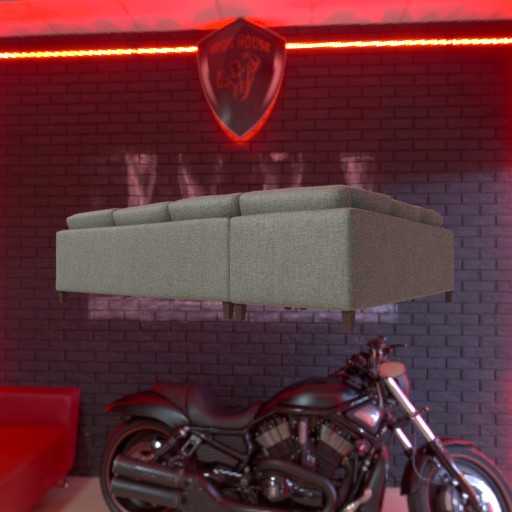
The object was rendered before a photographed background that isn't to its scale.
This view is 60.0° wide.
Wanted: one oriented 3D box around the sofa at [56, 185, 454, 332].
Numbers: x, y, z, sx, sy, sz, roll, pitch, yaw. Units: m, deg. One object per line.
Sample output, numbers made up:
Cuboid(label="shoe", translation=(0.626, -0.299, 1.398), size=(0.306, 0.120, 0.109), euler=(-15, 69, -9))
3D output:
Cuboid(label="sofa", translation=(0.000, 0.000, 4.577), size=(3.302, 0.947, 2.593), euler=(-1, -1, 37))
